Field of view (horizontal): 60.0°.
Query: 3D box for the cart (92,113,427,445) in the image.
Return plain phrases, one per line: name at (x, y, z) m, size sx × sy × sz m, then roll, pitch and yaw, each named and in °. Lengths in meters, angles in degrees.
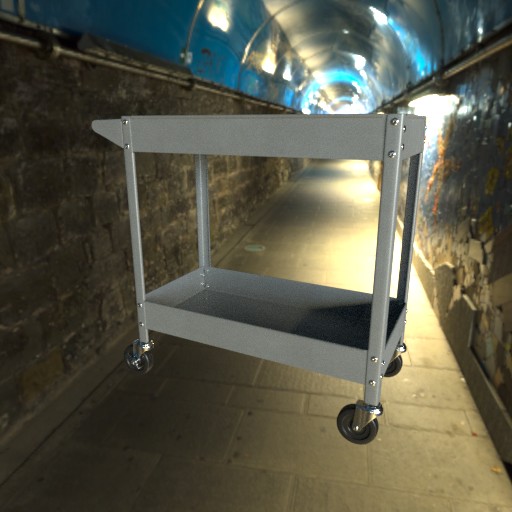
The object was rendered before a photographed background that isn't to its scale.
cart at (0.000, 0.000, 1.194) m, size 0.779 × 0.719 × 0.366 m, roll 8°, pitch 19°, yaw 26°
